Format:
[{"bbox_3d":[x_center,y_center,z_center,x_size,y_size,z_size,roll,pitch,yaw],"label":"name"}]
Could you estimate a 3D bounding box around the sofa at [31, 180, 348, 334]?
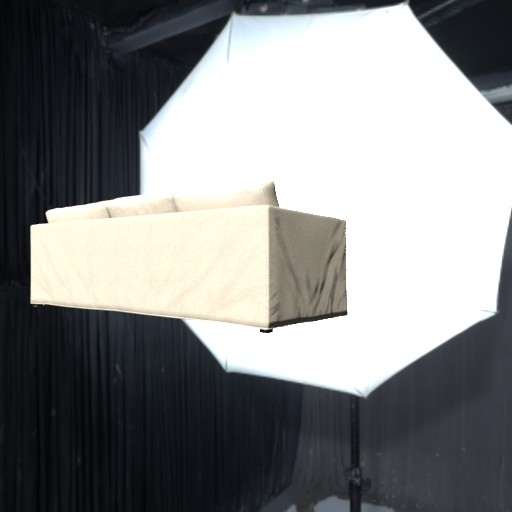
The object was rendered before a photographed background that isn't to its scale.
[{"bbox_3d":[0.000,0.000,4.311,2.432,0.871,3.182,0,0,35],"label":"sofa"}]
